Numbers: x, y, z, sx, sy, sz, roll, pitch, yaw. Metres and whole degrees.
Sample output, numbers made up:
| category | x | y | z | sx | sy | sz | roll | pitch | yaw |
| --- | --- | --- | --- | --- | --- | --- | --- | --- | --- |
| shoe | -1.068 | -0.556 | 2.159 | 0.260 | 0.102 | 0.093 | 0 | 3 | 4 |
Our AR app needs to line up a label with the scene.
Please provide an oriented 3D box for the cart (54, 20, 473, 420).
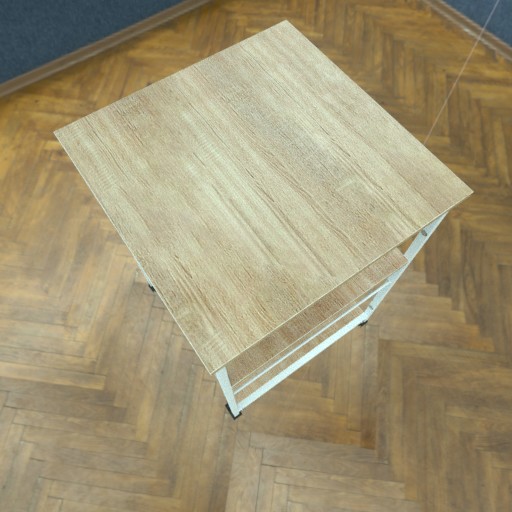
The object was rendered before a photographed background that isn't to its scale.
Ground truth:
| category | x | y | z | sx | sy | sz | roll | pitch | yaw |
| --- | --- | --- | --- | --- | --- | --- | --- | --- | --- |
| cart | 0.000 | 0.000 | 1.108 | 0.520 | 0.762 | 0.521 | -32 | 69 | -14 |
